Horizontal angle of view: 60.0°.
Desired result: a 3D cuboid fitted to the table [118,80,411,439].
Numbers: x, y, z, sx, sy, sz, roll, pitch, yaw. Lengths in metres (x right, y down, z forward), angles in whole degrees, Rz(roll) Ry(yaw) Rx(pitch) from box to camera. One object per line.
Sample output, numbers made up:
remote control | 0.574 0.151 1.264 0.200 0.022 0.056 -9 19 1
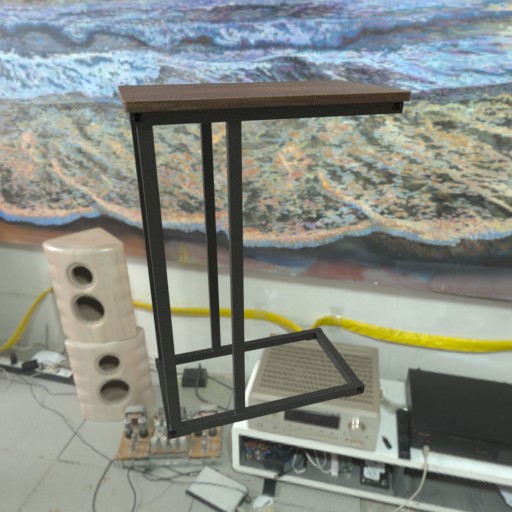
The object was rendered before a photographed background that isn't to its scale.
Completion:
table | 0.000 0.000 0.897 0.450 0.637 0.254 -8 27 -16
